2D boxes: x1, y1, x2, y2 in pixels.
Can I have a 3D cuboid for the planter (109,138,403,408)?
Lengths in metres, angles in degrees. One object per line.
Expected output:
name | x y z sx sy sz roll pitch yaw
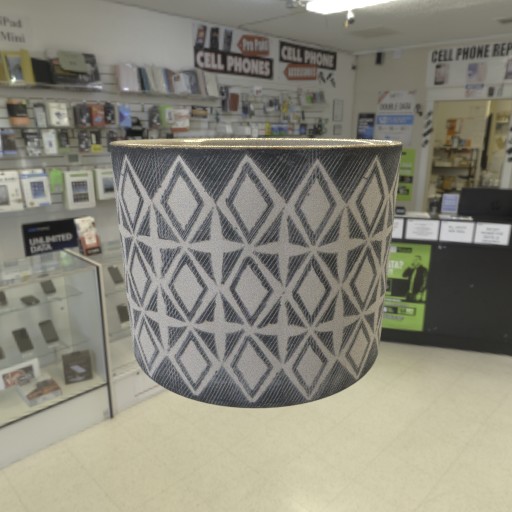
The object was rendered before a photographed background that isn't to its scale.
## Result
planter | 0.000 0.000 0.327 0.192 0.165 0.192 0 16 0
